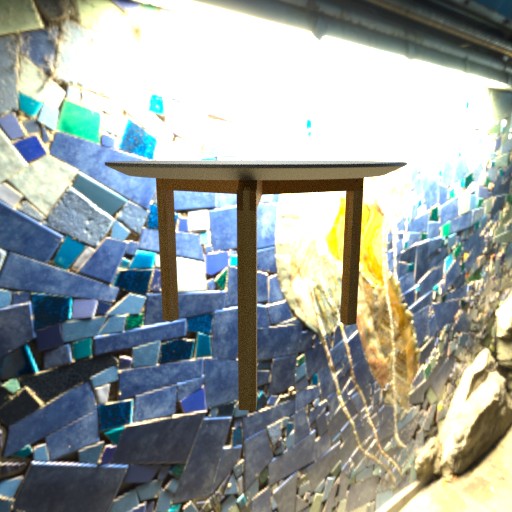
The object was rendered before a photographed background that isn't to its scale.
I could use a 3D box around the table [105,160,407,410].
[{"bbox_3d":[0.000,0.000,0.971,0.600,0.405,0.600,0,13,0],"label":"table"}]
